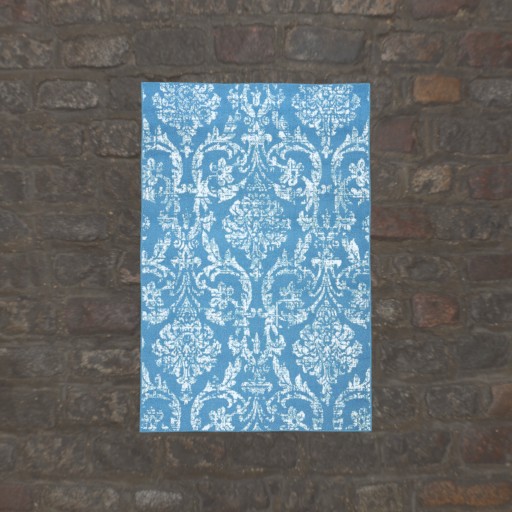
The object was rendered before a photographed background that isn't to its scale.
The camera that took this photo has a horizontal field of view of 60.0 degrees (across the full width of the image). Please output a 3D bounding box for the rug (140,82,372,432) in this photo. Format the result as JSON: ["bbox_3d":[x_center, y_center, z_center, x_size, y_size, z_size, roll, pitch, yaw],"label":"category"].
[{"bbox_3d":[0.000,0.000,2.327,1.211,0.012,1.833,0,89,-1],"label":"rug"}]
